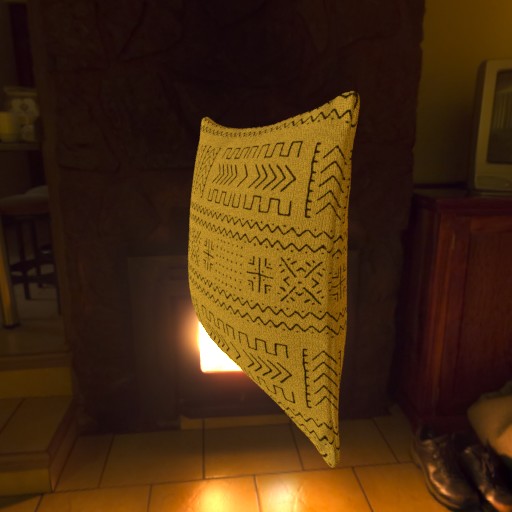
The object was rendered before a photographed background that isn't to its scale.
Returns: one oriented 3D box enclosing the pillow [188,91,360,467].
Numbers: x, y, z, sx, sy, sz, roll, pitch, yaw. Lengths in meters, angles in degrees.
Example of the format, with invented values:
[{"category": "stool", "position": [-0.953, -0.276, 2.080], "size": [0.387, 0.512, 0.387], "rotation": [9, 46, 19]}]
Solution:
[{"category": "pillow", "position": [0.000, 0.000, 0.670], "size": [0.164, 0.430, 0.438], "rotation": [-7, 16, -26]}]
